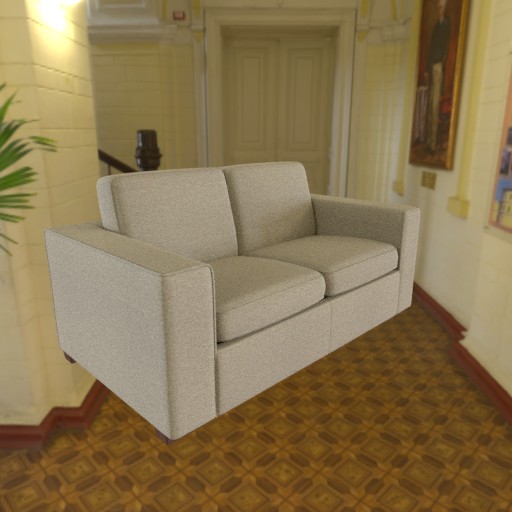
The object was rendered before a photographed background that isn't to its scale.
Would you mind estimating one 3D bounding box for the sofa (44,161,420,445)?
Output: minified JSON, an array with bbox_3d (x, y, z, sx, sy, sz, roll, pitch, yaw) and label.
[{"bbox_3d":[0.000,0.000,2.401,1.812,0.924,1.007,-15,22,-43],"label":"sofa"}]
